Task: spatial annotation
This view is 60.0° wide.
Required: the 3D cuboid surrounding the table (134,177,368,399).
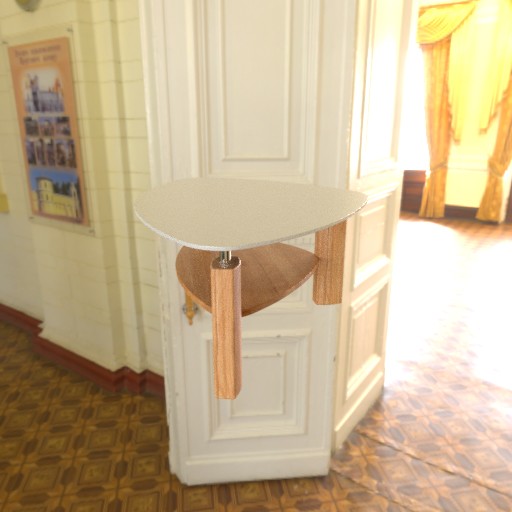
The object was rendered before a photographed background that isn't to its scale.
[{"bbox_3d":[0.000,0.000,1.665,0.850,0.440,1.250,-3,17,-10],"label":"table"}]
